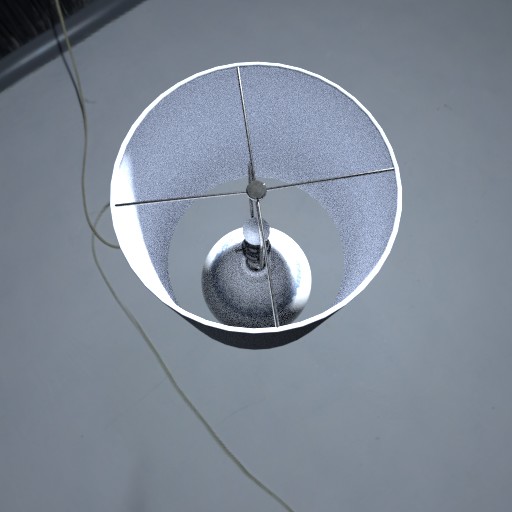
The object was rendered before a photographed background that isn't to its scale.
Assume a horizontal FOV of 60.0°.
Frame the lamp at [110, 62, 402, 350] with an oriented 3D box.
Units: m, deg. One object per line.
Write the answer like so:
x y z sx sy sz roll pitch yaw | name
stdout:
0.000 0.000 0.524 0.216 0.404 0.216 -37 78 -9 | lamp
